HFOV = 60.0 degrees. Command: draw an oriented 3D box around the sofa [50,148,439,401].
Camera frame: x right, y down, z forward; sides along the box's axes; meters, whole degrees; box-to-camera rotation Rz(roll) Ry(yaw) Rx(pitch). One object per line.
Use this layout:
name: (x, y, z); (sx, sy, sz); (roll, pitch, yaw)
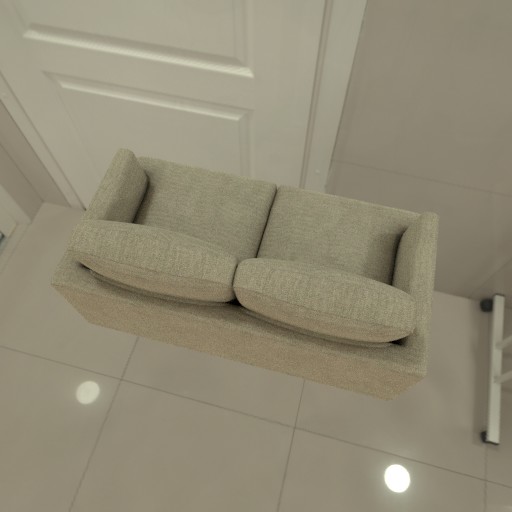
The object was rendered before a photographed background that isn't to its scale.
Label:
sofa: (0.000, 0.000, 2.132); (1.582, 0.944, 0.903); (13, 63, 7)
